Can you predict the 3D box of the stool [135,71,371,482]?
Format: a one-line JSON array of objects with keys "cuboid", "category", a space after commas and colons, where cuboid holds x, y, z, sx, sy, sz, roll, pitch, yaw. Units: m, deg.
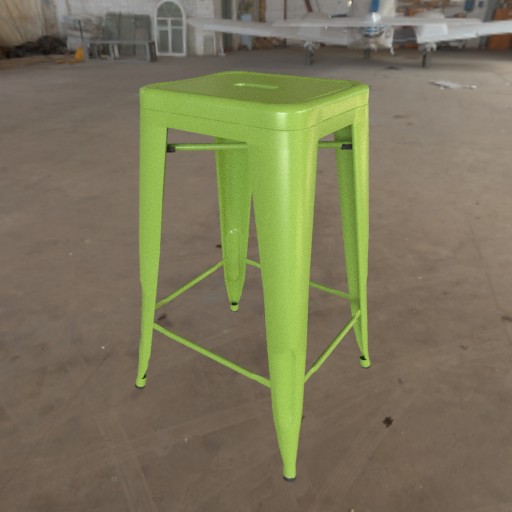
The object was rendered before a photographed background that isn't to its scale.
[{"cuboid": [0.000, 0.000, 0.834, 0.398, 0.609, 0.358, 19, 34, 30], "category": "stool"}]
